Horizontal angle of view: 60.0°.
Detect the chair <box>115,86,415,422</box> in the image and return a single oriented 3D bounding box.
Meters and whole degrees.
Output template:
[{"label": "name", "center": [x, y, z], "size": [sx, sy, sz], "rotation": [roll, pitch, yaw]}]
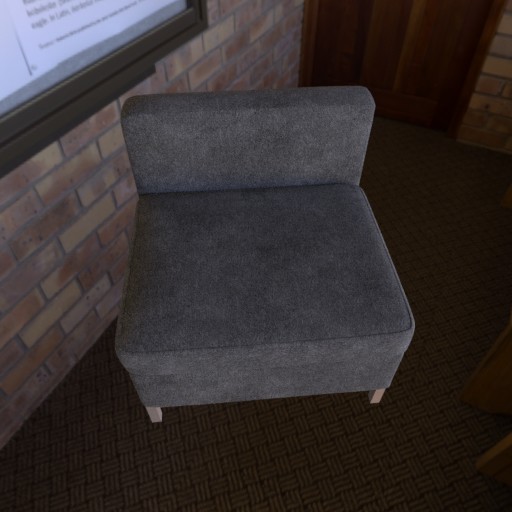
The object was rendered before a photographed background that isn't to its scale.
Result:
[{"label": "chair", "center": [0.000, 0.000, 1.224], "size": [0.680, 0.660, 0.680], "rotation": [-4, 47, -3]}]
